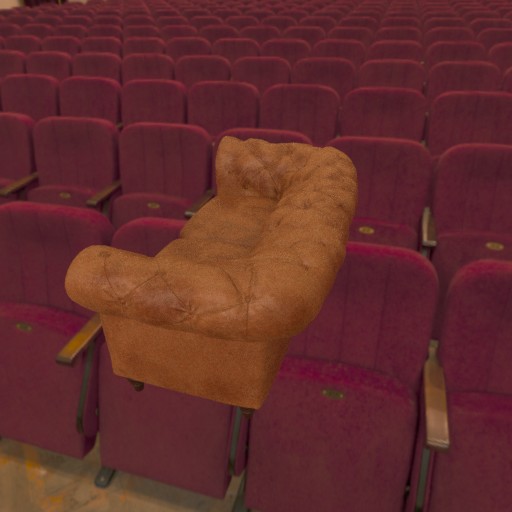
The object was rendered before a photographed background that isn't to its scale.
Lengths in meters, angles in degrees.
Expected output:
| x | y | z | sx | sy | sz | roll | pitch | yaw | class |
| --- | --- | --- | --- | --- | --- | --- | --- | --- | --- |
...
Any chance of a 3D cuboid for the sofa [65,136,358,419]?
| x | y | z | sx | sy | sz | roll | pitch | yaw | class |
| --- | --- | --- | --- | --- | --- | --- | --- | --- | --- |
| 0.000 | 0.000 | 2.570 | 1.042 | 0.877 | 1.979 | 9 | 32 | 14 | sofa |
